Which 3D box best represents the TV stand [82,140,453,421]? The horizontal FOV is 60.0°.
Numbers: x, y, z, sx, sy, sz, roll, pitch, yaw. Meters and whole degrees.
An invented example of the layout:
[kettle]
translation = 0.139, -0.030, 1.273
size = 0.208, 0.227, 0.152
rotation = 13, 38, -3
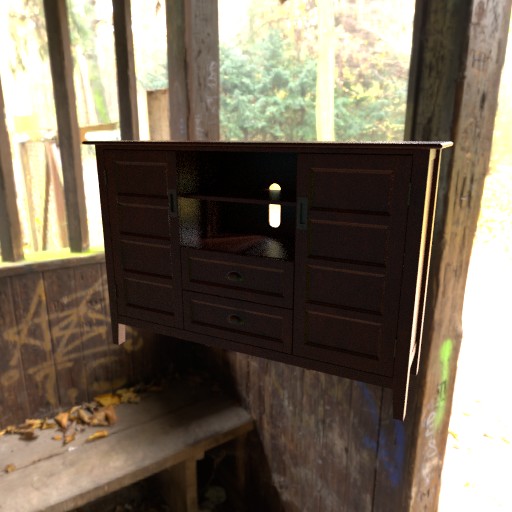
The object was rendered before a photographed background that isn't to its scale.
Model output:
[TV stand]
translation = 0.000, 0.000, 1.826
size = 1.372, 0.915, 0.445
rotation = 7, 17, 26
